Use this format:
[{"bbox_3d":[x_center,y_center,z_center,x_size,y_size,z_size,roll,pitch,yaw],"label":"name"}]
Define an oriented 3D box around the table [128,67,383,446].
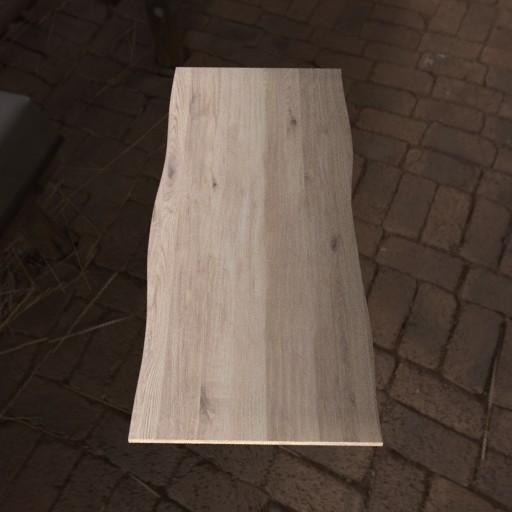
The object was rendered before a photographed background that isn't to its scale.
[{"bbox_3d":[0.000,0.000,2.252,0.900,0.780,1.800,1,64,0],"label":"table"}]
